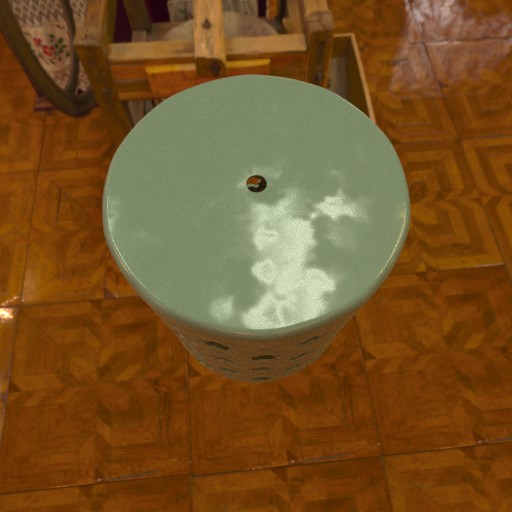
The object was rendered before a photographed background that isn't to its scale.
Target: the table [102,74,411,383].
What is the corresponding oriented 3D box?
[{"bbox_3d":[0.000,0.000,0.672,0.352,0.387,0.352,0,65,0],"label":"table"}]
